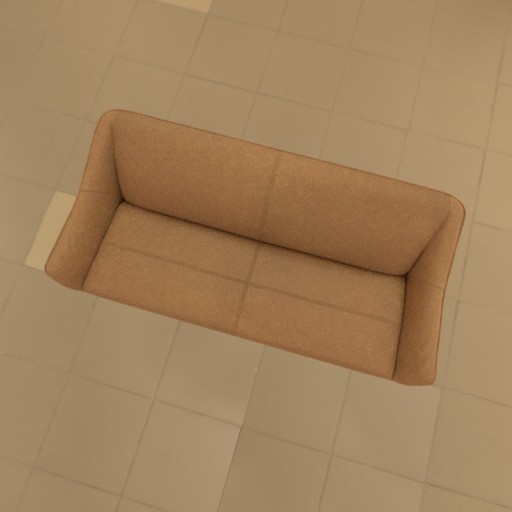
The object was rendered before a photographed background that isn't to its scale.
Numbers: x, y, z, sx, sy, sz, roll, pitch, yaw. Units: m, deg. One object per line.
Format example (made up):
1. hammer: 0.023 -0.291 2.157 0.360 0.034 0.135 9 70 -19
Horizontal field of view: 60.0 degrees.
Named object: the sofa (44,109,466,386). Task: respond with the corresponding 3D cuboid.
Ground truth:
1. sofa: 0.000 0.000 2.361 1.928 0.830 0.869 15 76 4
